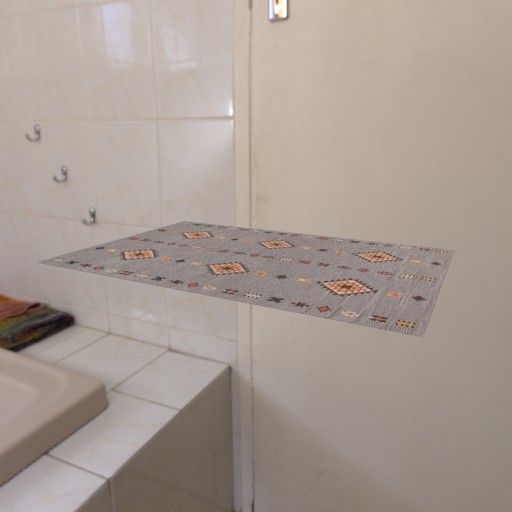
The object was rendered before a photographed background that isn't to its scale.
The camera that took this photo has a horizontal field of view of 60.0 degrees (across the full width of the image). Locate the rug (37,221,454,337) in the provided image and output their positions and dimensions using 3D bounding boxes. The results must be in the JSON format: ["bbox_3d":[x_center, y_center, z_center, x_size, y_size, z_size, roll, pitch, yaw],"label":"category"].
[{"bbox_3d":[0.000,0.000,2.315,1.818,0.005,1.217,8,17,27],"label":"rug"}]
